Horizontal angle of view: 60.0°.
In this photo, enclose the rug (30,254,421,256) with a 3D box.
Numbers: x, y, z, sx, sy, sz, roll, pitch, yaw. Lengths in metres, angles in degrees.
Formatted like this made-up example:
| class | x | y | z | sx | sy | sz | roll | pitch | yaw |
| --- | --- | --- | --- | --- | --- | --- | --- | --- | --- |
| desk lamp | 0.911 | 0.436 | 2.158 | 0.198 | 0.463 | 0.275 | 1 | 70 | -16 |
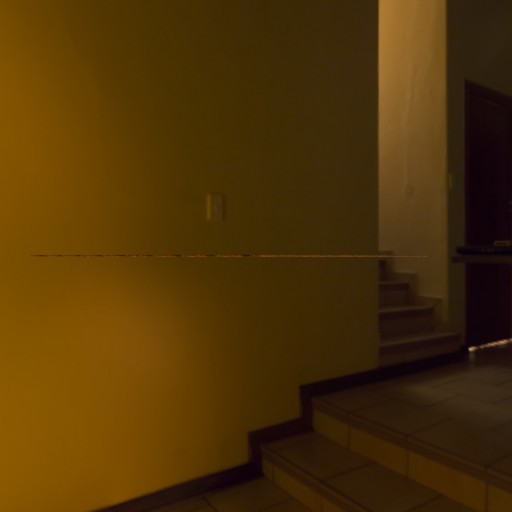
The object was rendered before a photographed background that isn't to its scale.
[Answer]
| class | x | y | z | sx | sy | sz | roll | pitch | yaw |
| --- | --- | --- | --- | --- | --- | --- | --- | --- | --- |
| rug | 0.000 | 0.000 | 3.567 | 1.971 | 0.010 | 2.651 | 0 | 0 | 36 |
